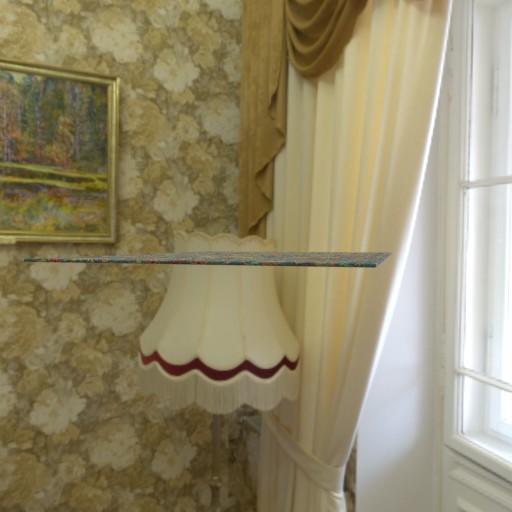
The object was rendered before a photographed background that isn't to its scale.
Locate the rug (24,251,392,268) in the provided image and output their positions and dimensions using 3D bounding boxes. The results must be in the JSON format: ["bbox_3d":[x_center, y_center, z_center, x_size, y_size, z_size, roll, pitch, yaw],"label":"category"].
[{"bbox_3d":[0.000,0.000,4.288,2.434,0.025,3.204,1,2,18],"label":"rug"}]
